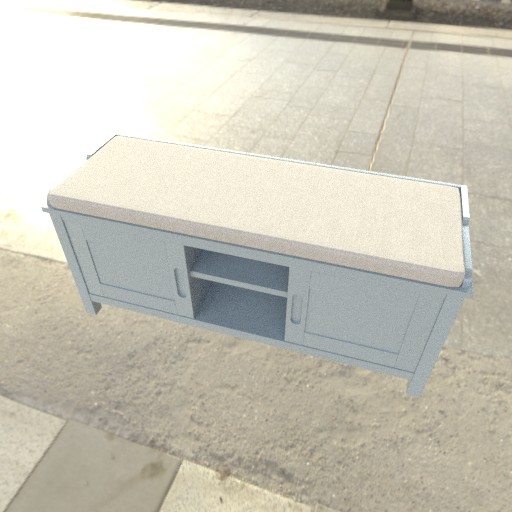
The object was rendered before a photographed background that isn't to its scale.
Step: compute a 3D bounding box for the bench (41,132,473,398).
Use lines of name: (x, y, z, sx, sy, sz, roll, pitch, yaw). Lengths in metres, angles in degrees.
bench: (0.000, 0.000, 1.393, 1.140, 0.501, 0.398, 12, 43, 13)
